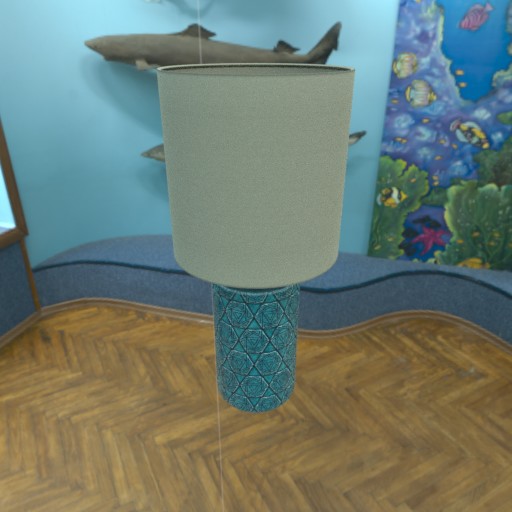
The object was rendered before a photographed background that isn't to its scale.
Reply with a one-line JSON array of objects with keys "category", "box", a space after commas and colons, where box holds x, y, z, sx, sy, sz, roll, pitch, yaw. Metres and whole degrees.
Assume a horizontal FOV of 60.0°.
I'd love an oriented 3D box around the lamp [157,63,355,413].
[{"category": "lamp", "box": [0.000, 0.000, 0.763, 0.278, 0.597, 0.278, 8, 27, 17]}]
